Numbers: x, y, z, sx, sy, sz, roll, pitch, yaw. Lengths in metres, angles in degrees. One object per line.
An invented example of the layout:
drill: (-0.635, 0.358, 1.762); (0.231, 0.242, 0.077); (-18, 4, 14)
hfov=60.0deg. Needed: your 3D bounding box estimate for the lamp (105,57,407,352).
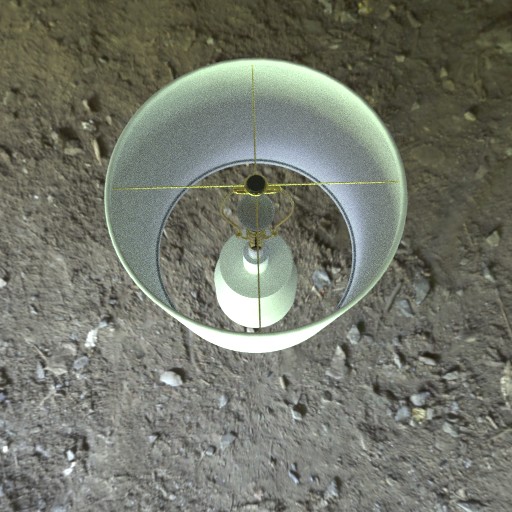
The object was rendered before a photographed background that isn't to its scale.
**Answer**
lamp: (0.000, 0.000, 0.697); (0.301, 0.533, 0.301); (-2, 75, 0)
